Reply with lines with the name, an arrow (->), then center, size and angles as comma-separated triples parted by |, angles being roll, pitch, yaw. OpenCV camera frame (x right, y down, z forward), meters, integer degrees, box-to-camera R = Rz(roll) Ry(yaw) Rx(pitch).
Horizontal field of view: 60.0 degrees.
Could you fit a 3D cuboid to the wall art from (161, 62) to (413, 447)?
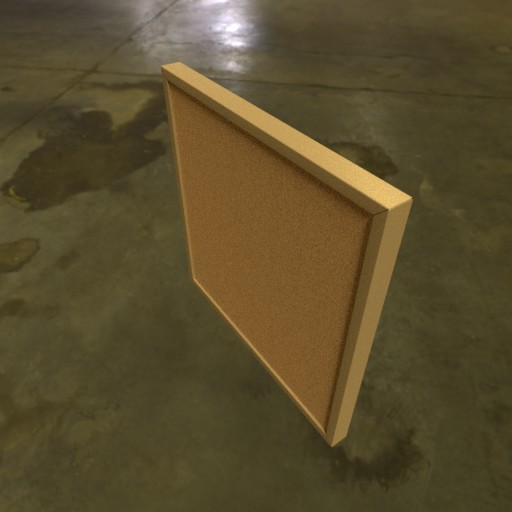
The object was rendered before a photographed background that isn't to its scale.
wall art -> 0.000, 0.000, 0.770 | 0.036, 0.509, 0.509 | -25, 47, -26
